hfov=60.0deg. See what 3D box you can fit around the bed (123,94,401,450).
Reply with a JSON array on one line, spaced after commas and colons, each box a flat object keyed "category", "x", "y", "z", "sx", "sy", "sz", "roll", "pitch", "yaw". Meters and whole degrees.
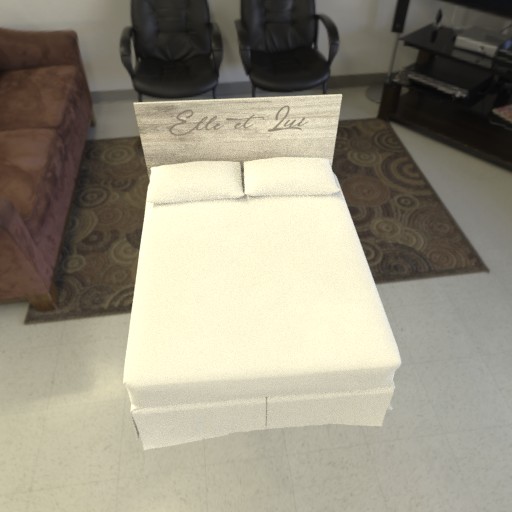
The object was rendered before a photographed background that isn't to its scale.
[{"category": "bed", "x": 0.000, "y": 0.000, "z": 3.170, "sx": 1.745, "sy": 1.335, "sz": 2.094, "roll": -4, "pitch": 46, "yaw": -3}]
